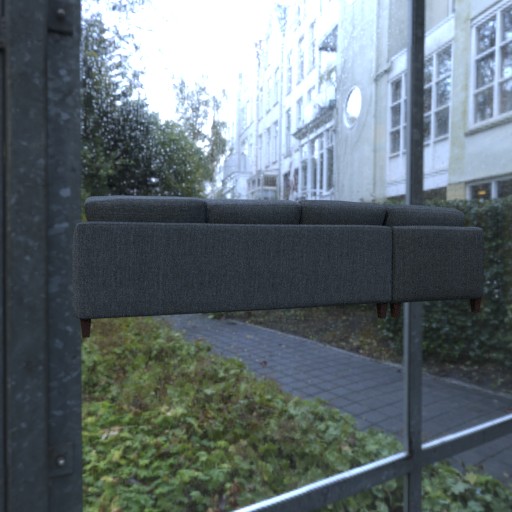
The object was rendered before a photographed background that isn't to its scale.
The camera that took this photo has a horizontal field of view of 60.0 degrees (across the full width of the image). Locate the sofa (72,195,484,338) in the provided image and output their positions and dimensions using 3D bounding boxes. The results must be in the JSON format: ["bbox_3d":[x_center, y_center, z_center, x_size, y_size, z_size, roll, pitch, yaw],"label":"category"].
[{"bbox_3d":[0.000,0.000,4.461,3.302,0.947,2.593,-1,2,-19],"label":"sofa"}]
